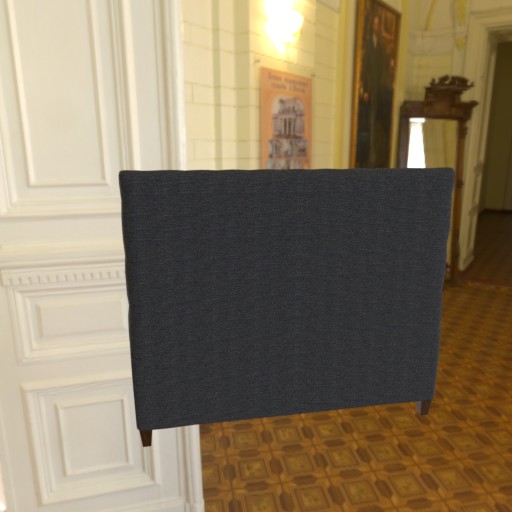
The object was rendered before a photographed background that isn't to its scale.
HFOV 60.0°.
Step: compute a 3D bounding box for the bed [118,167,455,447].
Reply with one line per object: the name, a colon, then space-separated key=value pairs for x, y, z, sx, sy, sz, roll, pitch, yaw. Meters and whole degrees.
bed: x=0.000 y=0.000 z=3.409 sx=1.698 sy=1.427 sz=2.387 roll=-2 pitch=14 yaw=-10
